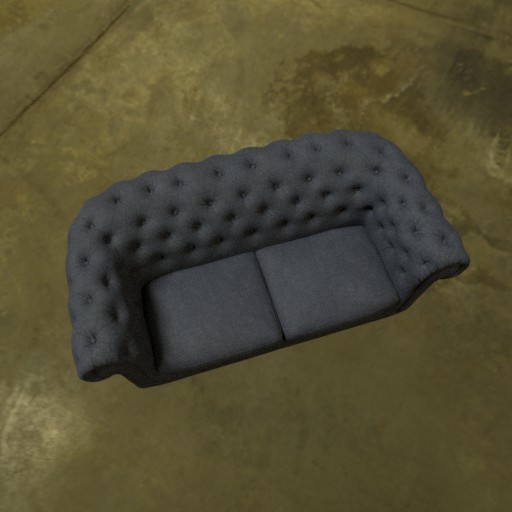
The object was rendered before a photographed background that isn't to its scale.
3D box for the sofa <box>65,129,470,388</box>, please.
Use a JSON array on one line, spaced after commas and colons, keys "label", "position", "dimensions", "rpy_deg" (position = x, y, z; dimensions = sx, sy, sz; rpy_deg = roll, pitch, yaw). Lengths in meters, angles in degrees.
[{"label": "sofa", "position": [0.000, 0.000, 2.582], "dimensions": [1.988, 0.833, 1.082], "rpy_deg": [-15, 65, -7]}]
